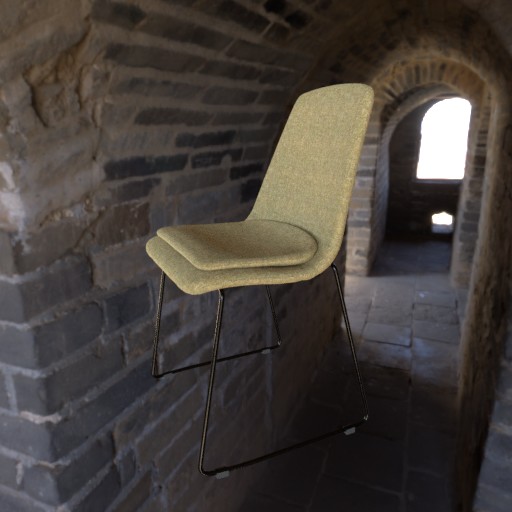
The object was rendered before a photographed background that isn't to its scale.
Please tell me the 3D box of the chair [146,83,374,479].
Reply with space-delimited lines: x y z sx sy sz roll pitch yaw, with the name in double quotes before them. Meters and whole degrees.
"chair" 0.000 0.000 1.147 0.496 0.849 0.479 -8 18 -25
